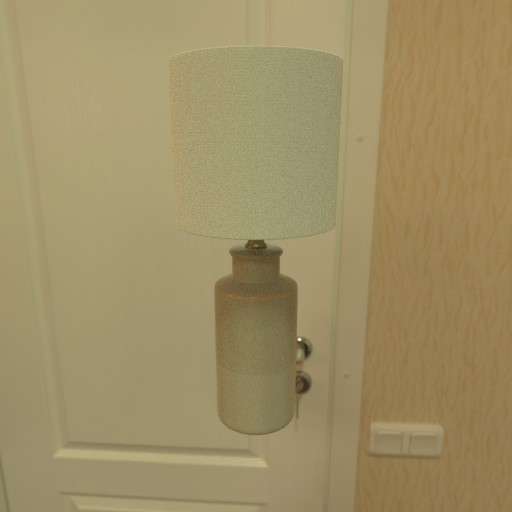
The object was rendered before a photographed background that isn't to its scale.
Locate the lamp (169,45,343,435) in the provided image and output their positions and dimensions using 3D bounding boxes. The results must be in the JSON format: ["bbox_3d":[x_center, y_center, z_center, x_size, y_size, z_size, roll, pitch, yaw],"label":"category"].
[{"bbox_3d":[0.000,0.000,0.610,0.212,0.493,0.212,-7,16,-24],"label":"lamp"}]
